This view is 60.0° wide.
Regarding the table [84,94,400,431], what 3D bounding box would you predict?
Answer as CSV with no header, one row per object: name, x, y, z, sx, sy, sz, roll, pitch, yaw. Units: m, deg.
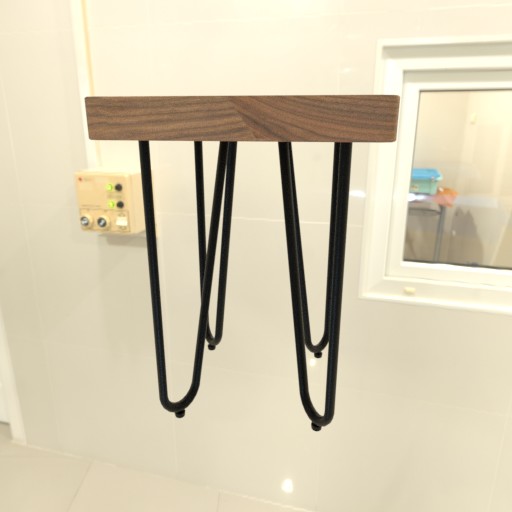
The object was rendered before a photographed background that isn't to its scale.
table,0.000,0.000,0.968,0.479,0.641,0.480,2,18,8
